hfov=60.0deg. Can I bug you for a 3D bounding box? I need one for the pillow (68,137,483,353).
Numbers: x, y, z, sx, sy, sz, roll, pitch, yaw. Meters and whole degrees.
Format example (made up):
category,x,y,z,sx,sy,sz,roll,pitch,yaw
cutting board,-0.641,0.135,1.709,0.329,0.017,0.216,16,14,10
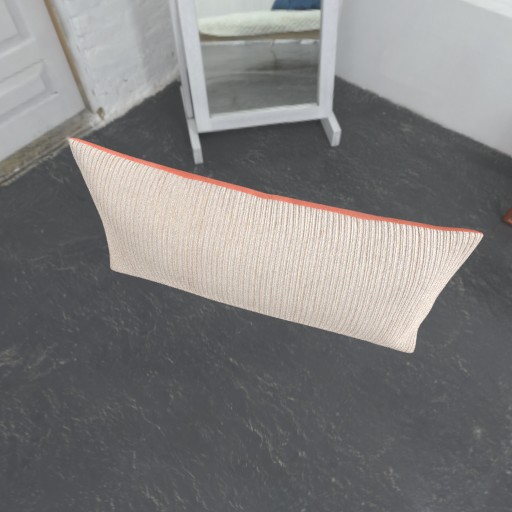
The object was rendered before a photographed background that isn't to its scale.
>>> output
category,x,y,z,sx,sy,sz,roll,pitch,yaw
pillow,0.000,0.000,0.736,0.608,0.307,0.155,15,58,9
